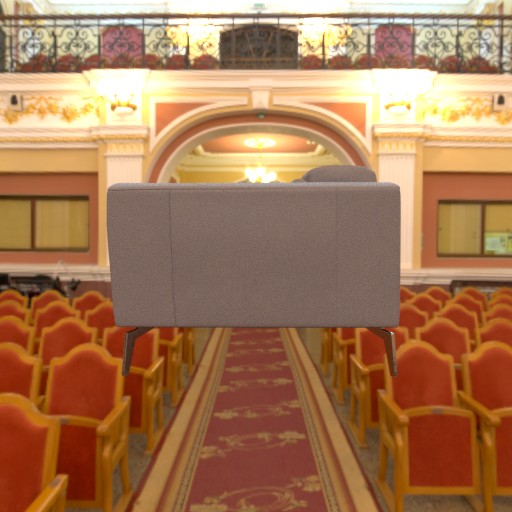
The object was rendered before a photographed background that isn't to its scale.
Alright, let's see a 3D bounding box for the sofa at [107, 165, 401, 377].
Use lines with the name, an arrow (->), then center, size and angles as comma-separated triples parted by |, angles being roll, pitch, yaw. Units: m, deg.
sofa -> 0.000, 0.000, 2.393 | 1.003, 0.779, 1.895 | 0, 1, 1
